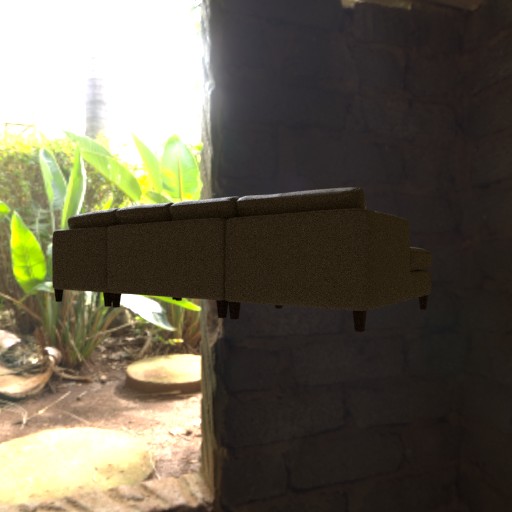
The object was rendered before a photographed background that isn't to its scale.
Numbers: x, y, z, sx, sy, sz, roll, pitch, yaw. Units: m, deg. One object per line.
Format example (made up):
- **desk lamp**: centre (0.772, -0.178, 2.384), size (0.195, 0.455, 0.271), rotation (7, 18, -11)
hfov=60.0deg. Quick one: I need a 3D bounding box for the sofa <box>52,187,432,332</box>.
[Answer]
- **sofa**: centre (0.000, 0.000, 4.683), size (3.460, 0.959, 2.593), rotation (0, -1, 35)
